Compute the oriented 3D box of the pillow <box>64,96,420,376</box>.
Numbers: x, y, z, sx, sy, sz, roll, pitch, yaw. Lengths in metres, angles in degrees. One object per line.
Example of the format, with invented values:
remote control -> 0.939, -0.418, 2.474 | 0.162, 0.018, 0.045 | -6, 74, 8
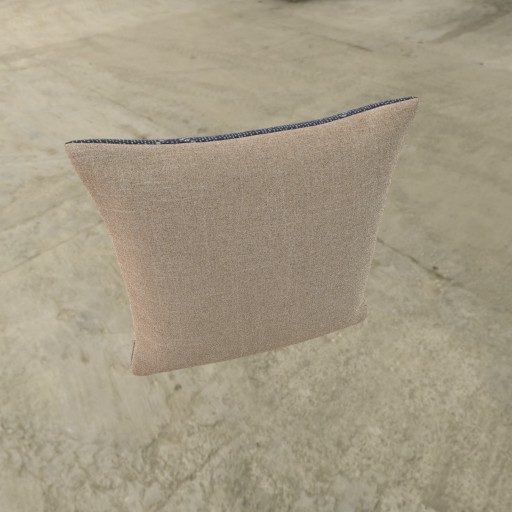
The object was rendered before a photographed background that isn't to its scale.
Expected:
pillow -> 0.000, 0.000, 0.655 | 0.435, 0.428, 0.148 | -11, 42, -13
